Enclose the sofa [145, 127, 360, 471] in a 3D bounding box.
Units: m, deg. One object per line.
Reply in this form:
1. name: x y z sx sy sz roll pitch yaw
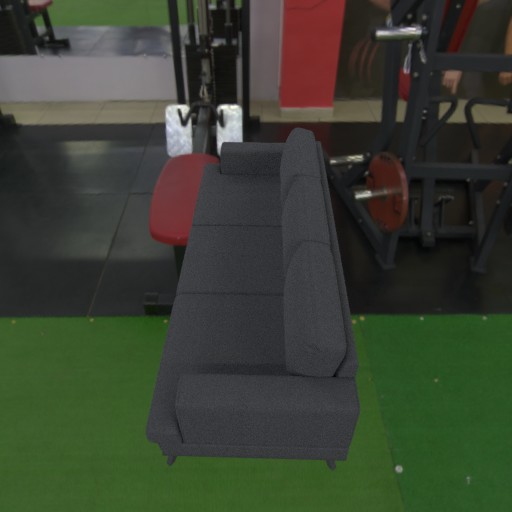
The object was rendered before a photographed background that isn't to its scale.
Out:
1. sofa: 0.000 0.000 2.759 0.920 0.810 2.310 1 42 1
